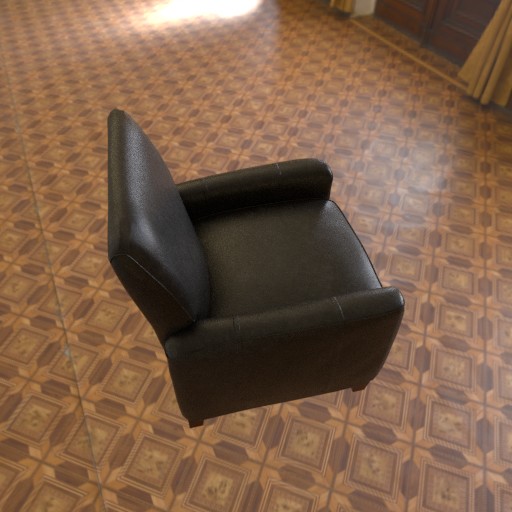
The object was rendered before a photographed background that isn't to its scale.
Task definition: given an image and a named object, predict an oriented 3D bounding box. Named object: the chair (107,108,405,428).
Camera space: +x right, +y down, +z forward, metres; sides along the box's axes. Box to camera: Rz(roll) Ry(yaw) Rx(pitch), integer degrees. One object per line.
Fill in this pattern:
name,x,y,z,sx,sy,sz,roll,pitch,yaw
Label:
chair,0.000,0.000,1.638,0.864,1.014,0.848,-10,48,-9
